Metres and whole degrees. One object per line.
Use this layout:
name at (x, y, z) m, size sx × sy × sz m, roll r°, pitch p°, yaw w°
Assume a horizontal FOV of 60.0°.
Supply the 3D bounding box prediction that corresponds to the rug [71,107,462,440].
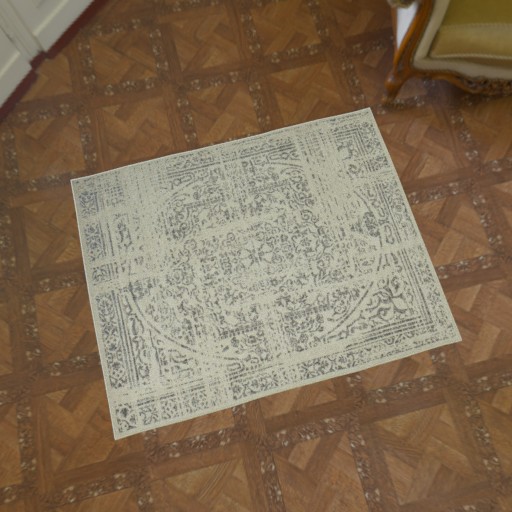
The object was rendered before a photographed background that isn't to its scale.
rug at (0.000, 0.000, 3.857) m, size 2.921 × 0.032 × 2.311 m, roll -15°, pitch 74°, yaw -4°
